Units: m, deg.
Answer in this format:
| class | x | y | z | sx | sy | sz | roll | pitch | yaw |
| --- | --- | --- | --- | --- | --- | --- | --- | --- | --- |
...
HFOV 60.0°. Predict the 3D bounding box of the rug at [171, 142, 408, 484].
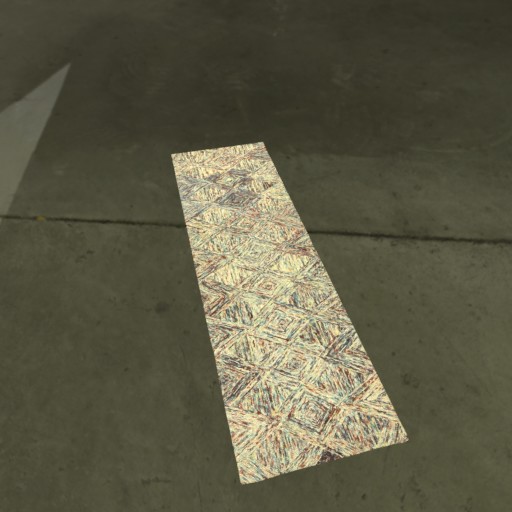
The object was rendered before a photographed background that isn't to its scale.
| class | x | y | z | sx | sy | sz | roll | pitch | yaw |
| --- | --- | --- | --- | --- | --- | --- | --- | --- | --- |
| rug | 0.000 | 0.000 | 2.483 | 0.688 | 0.015 | 2.292 | -10 | 46 | -10 |
